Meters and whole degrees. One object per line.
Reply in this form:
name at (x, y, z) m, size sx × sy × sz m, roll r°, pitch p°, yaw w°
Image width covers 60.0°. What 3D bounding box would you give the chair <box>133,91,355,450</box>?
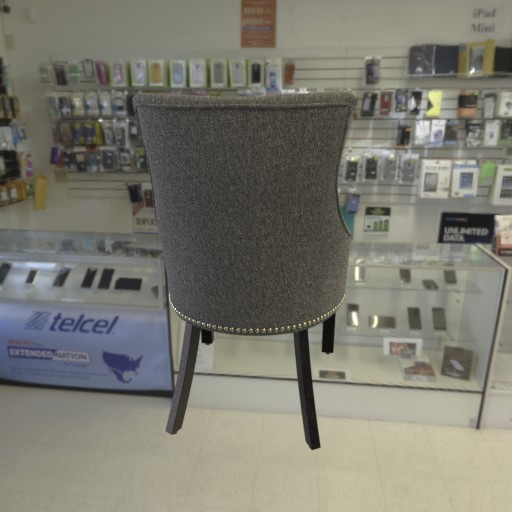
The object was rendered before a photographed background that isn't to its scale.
chair at (0.000, 0.000, 1.348) m, size 0.566 × 0.909 × 0.629 m, roll 3°, pitch 17°, yaw 8°
